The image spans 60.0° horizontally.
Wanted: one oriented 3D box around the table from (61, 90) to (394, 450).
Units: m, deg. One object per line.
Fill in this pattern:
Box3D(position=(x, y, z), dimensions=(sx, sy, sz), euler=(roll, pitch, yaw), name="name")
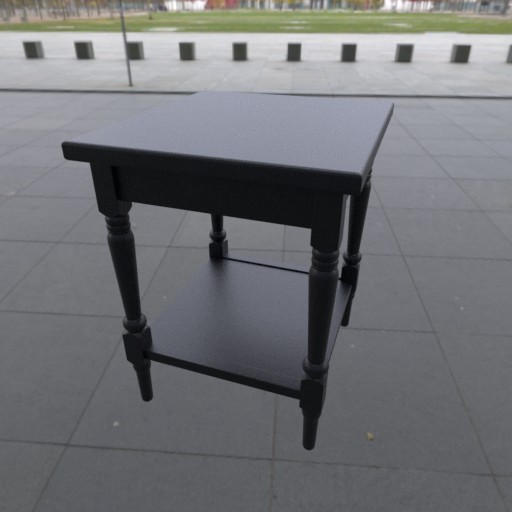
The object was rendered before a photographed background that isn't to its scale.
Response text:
Box3D(position=(0.000, 0.000, 0.929), dimensions=(0.442, 0.565, 0.488), euler=(10, 31, 17), name="table")
